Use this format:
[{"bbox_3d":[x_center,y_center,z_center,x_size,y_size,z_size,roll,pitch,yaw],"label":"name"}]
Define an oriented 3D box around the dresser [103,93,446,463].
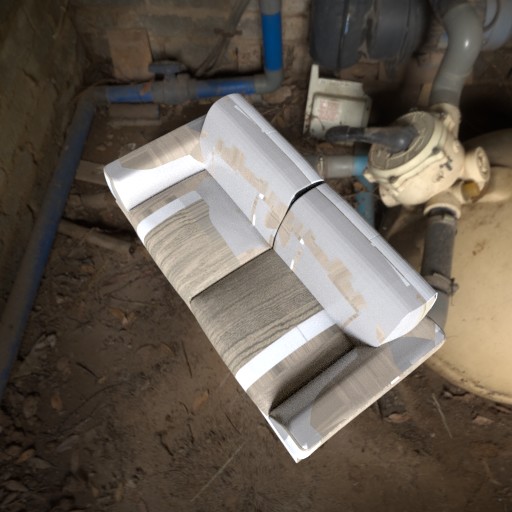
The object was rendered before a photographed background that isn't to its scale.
[{"bbox_3d":[0.000,0.000,5.984,2.251,1.863,4.679,-32,66,-16],"label":"dresser"}]
